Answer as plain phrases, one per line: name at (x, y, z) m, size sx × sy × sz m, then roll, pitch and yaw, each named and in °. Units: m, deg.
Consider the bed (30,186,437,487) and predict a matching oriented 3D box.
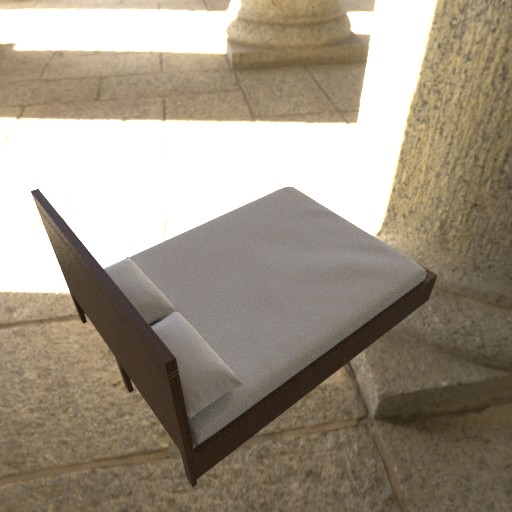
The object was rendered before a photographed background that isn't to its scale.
bed at (0.000, 0.000, 3.123) m, size 2.221 × 1.169 × 1.613 m, roll -28°, pitch 48°, yaw -28°
